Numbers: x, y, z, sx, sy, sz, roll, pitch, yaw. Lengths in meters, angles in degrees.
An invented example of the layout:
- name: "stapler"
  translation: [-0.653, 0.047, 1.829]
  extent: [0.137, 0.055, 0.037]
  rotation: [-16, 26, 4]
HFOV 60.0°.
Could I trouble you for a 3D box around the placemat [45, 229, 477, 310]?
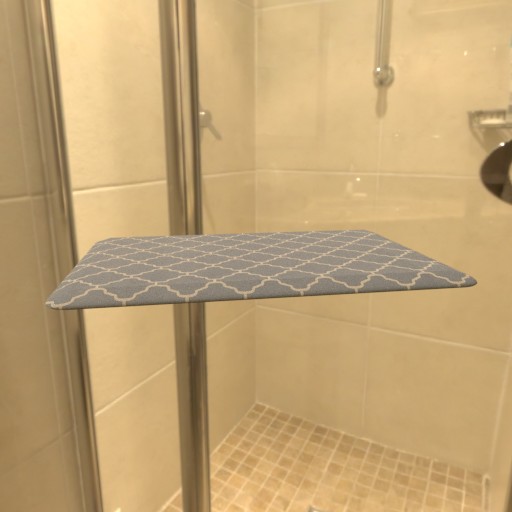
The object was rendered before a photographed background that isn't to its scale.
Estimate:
- name: "placemat"
  translation: [0.000, 0.000, 0.983]
  extent: [0.762, 0.021, 0.508]
  rotation: [-2, 14, -9]
